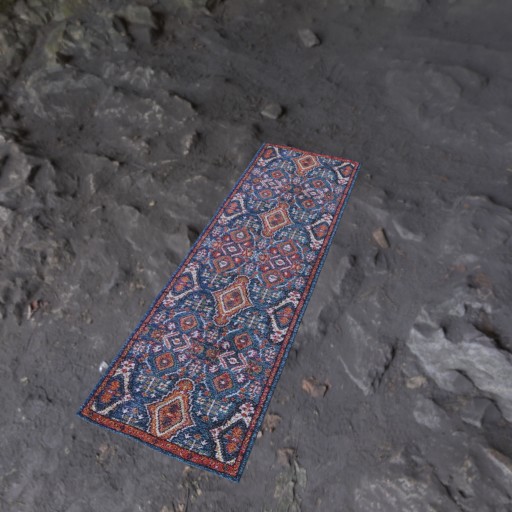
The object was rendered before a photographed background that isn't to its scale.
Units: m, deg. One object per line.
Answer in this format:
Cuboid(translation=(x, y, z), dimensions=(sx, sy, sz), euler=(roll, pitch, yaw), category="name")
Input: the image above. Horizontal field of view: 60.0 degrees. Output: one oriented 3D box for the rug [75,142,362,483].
Cuboid(translation=(0.000, 0.000, 2.684), dimensions=(0.801, 0.010, 2.459), euler=(16, 48, 15), category="rug")
